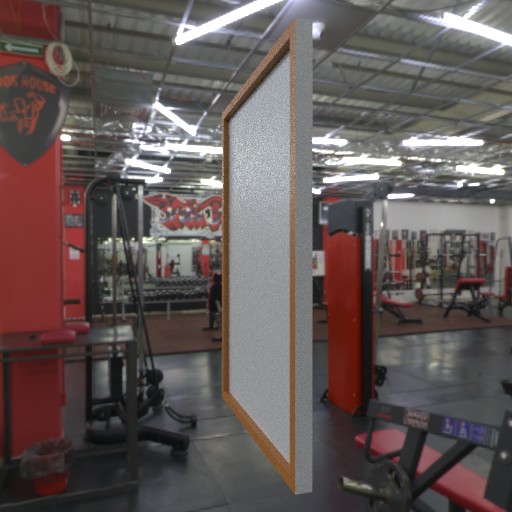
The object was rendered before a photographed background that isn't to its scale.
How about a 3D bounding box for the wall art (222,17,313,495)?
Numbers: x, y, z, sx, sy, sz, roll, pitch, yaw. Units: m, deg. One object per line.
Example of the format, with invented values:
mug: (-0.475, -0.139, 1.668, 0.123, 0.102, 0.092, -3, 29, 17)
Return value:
wall art: (0.000, 0.000, 1.145, 0.037, 0.916, 0.610, 0, 0, -18)
